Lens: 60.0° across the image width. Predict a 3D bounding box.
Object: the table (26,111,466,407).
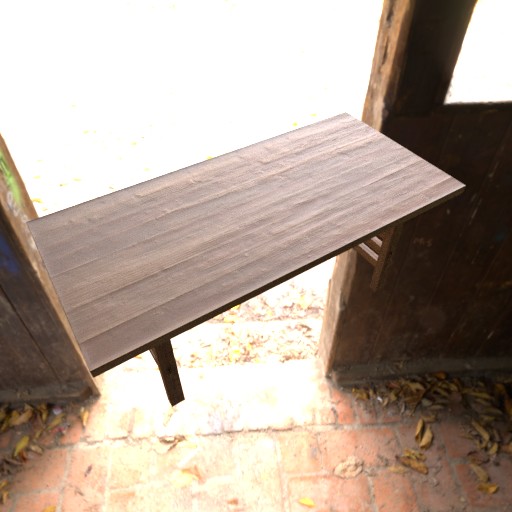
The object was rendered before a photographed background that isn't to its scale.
[{"bbox_3d":[0.000,0.000,2.489,2.003,0.760,0.952,-25,51,-22],"label":"table"}]
